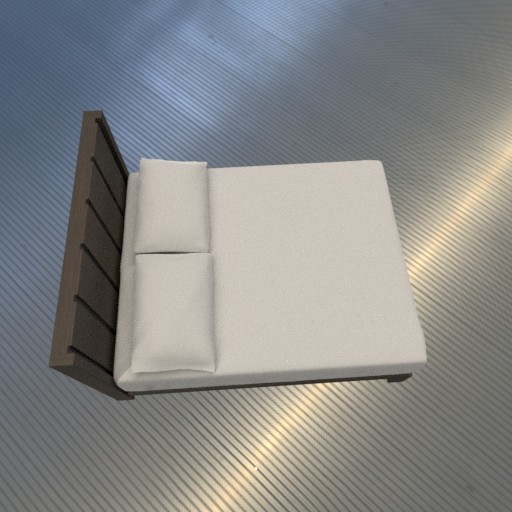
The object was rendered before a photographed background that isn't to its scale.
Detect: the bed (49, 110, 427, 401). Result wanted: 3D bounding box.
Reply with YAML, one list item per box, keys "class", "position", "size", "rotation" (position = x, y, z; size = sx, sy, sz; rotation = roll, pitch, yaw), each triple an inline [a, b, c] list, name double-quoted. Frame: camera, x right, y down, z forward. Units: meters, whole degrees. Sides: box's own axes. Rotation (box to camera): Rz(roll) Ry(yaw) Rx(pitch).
- class: "bed"
  position: [0.000, 0.000, 3.247]
  size: [2.242, 1.270, 1.727]
  rotation: [-3, 64, -2]
